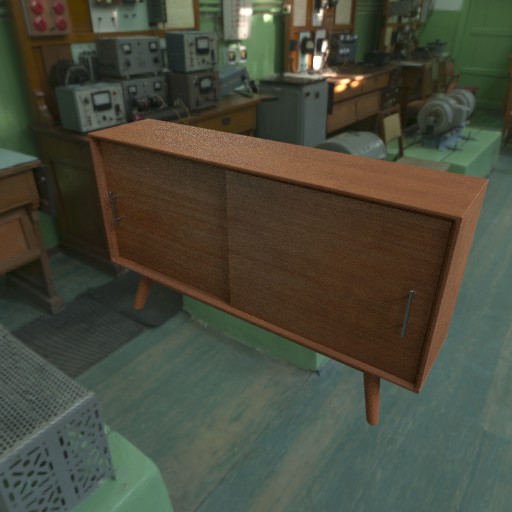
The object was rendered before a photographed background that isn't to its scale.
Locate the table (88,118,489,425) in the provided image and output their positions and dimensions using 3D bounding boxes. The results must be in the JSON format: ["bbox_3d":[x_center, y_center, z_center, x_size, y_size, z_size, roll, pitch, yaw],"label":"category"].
[{"bbox_3d":[0.000,0.000,1.481,1.220,0.698,0.308,19,34,30],"label":"table"}]
